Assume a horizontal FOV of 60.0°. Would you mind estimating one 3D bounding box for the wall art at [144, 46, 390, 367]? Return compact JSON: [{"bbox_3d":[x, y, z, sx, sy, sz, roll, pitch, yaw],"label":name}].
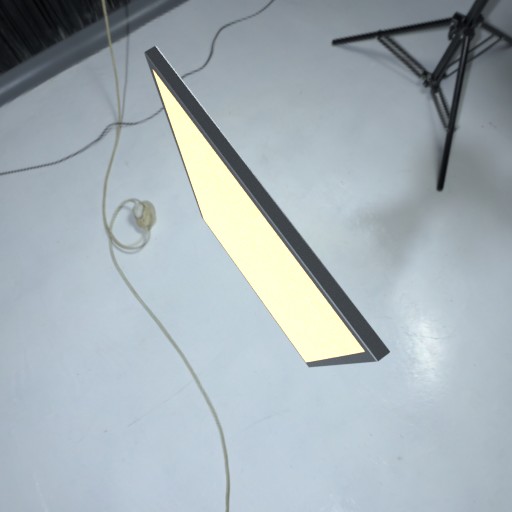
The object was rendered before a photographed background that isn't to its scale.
[{"bbox_3d":[0.000,0.000,1.350,0.030,1.027,0.774,-34,78,-8],"label":"wall art"}]
